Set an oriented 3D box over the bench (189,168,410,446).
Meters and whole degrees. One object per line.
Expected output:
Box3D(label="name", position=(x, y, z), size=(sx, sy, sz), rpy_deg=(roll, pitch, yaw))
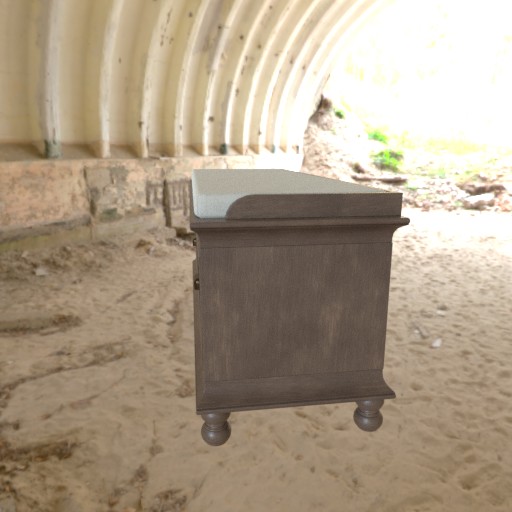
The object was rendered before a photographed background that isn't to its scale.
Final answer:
Box3D(label="bench", position=(0.000, 0.000, 1.403), size=(0.402, 0.501, 1.185), rpy_deg=(-2, 14, -8))
